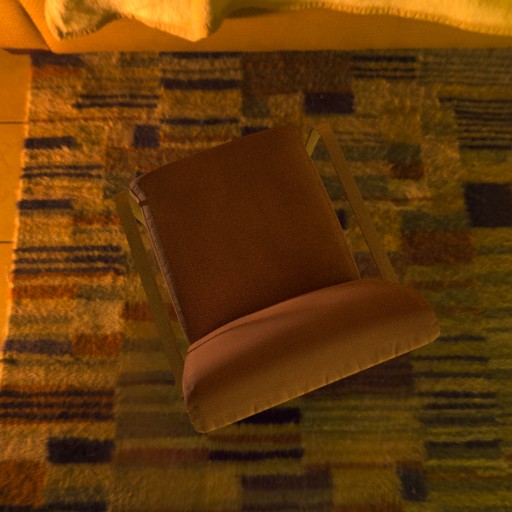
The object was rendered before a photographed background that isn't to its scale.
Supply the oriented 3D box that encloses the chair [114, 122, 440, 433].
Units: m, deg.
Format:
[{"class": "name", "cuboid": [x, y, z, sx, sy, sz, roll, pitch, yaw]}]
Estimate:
[{"class": "chair", "cuboid": [0.000, 0.000, 1.462, 0.701, 0.823, 0.848, -20, 77, -5]}]
